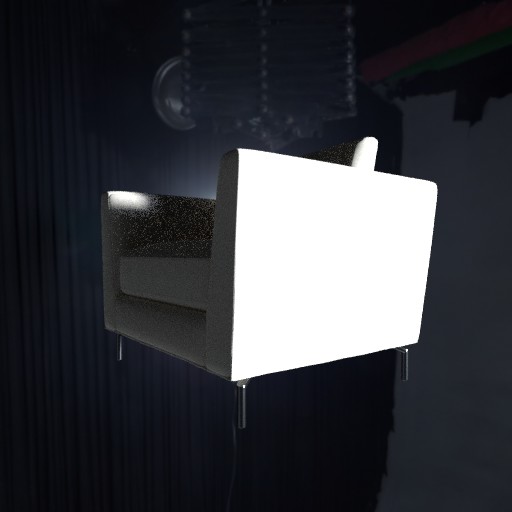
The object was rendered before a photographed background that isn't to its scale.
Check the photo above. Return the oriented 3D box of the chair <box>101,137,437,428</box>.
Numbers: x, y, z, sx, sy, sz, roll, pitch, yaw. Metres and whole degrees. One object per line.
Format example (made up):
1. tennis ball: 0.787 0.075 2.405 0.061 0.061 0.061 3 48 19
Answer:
1. chair: 0.000 0.000 1.718 0.889 0.865 1.041 0 1 -37
